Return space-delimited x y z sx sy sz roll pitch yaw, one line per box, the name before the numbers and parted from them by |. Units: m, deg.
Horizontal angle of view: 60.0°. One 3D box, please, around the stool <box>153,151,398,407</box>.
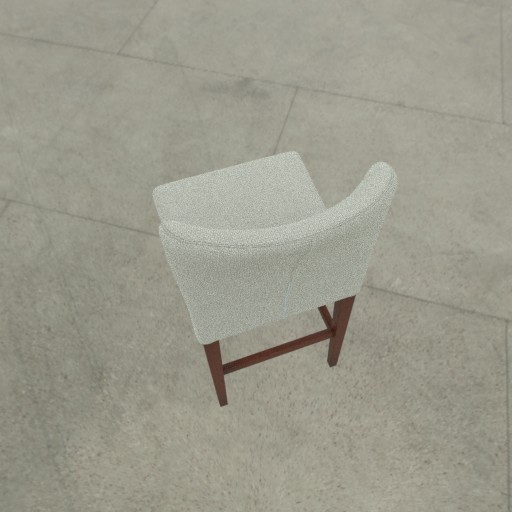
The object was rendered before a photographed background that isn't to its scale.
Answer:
stool | 0.000 0.000 1.288 0.481 0.969 0.568 -17 60 -10
